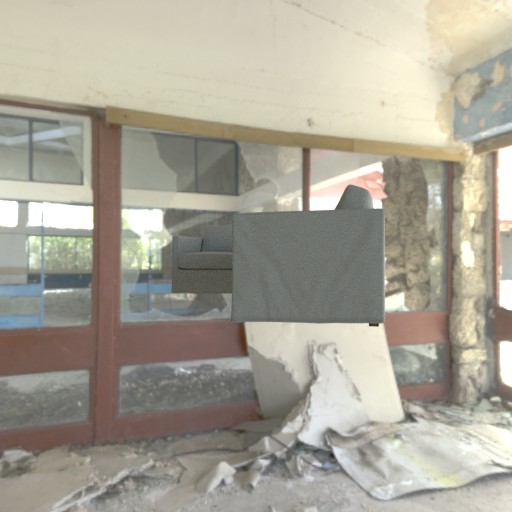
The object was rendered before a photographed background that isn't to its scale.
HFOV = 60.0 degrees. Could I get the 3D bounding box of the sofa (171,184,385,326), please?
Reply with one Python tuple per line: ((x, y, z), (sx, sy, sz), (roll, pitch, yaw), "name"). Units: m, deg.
((0.000, 0.000, 4.371), (2.432, 0.871, 3.182), (0, -1, 16), "sofa")
